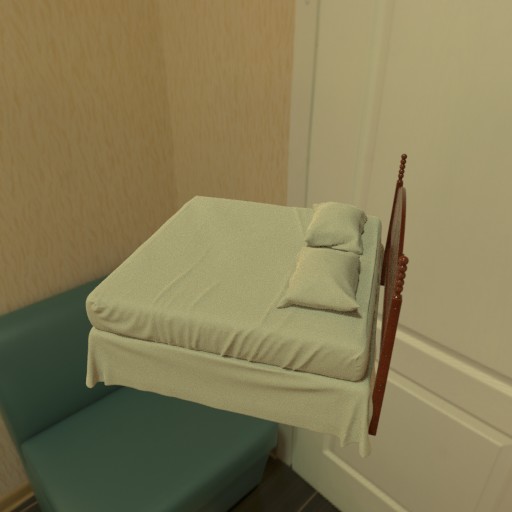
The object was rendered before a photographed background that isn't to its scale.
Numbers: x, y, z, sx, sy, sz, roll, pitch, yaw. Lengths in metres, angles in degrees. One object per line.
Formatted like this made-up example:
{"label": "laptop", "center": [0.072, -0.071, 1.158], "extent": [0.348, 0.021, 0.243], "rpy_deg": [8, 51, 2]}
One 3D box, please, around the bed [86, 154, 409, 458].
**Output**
{"label": "bed", "center": [0.000, 0.000, 3.657], "extent": [2.219, 1.355, 2.322], "rpy_deg": [8, 31, 14]}
